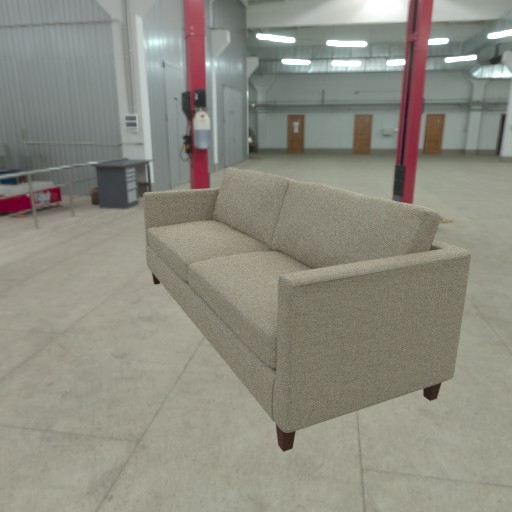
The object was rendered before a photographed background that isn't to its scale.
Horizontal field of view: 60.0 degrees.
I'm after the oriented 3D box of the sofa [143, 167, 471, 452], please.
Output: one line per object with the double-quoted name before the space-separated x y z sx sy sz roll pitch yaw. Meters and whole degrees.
"sofa" 0.000 0.000 2.841 0.951 0.965 2.434 -8 18 -25
